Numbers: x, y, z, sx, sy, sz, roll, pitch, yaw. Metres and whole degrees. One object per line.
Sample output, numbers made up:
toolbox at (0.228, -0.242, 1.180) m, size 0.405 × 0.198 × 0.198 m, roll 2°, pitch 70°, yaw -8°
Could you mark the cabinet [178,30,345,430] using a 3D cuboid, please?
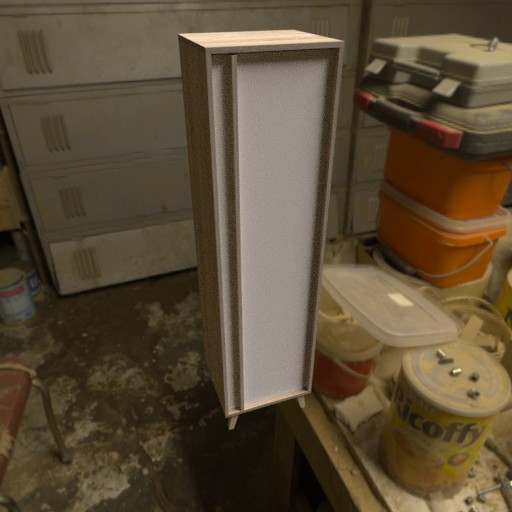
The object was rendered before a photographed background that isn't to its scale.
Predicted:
cabinet at (0.000, 0.000, 2.205) m, size 0.510 × 1.960 × 0.450 m, roll -11°, pitch 34°, yaw -17°
